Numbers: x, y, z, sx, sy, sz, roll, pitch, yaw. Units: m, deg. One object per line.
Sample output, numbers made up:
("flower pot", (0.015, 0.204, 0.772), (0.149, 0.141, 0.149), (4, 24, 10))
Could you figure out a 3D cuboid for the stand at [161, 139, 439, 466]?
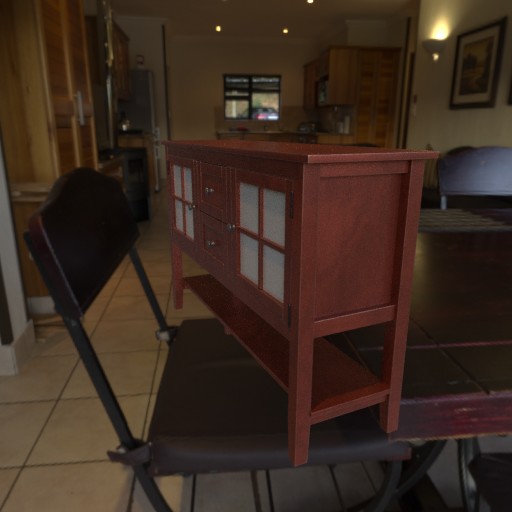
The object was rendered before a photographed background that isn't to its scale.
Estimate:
("stand", (0.000, 0.000, 1.782), (0.410, 0.872, 1.362), (-7, 18, -24))
